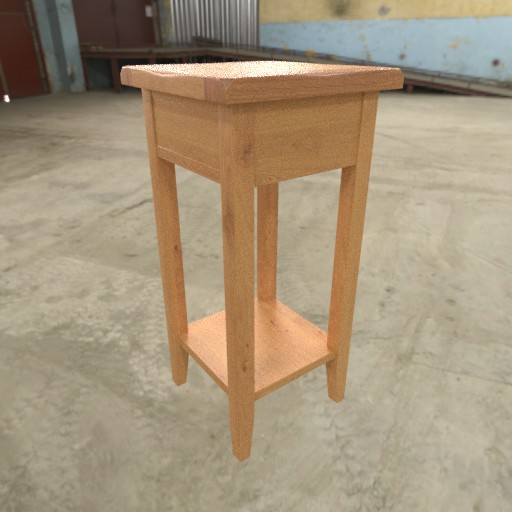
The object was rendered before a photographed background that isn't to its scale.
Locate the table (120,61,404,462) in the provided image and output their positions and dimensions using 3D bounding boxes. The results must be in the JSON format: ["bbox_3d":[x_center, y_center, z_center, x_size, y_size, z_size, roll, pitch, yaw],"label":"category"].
[{"bbox_3d":[0.000,0.000,0.942,0.360,0.740,0.360,-18,31,-32],"label":"table"}]
